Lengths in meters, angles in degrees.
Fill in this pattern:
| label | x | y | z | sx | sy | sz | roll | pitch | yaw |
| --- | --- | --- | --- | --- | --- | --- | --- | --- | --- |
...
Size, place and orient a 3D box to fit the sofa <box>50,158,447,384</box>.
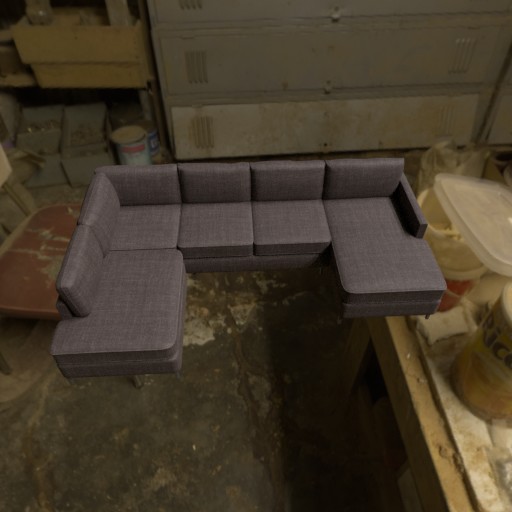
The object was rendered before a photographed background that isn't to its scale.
| label | x | y | z | sx | sy | sz | roll | pitch | yaw |
| --- | --- | --- | --- | --- | --- | --- | --- | --- | --- |
| sofa | 0.000 | 0.000 | 4.297 | 3.423 | 0.999 | 2.048 | -2 | 46 | -2 |
